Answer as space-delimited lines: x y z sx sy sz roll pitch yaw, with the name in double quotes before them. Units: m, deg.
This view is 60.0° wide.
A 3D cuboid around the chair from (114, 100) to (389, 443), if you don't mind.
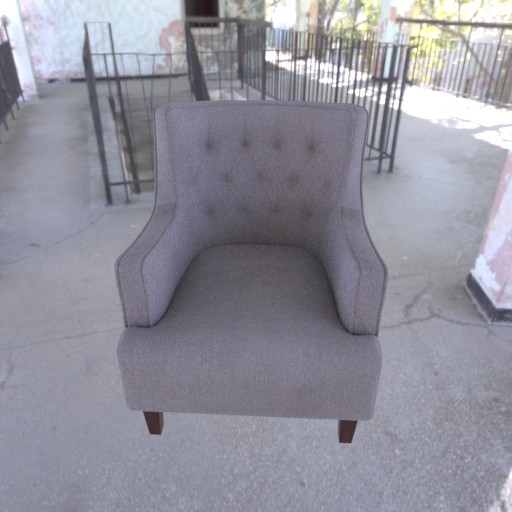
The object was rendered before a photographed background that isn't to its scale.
"chair" 0.000 0.000 1.554 0.781 0.919 0.910 2 30 3
